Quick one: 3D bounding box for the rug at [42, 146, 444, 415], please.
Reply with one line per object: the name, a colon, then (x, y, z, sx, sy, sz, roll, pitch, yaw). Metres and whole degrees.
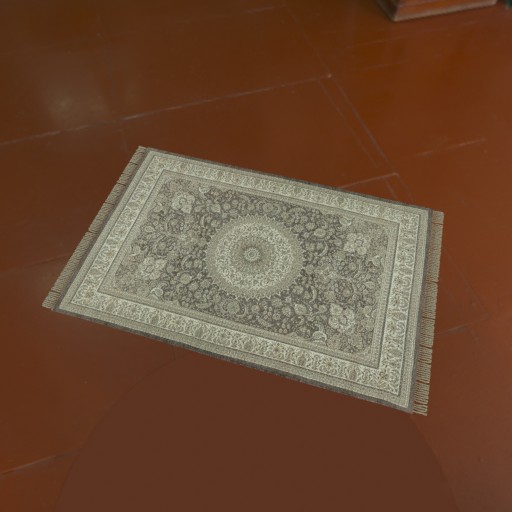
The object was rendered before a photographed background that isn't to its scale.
rug: (0.000, 0.000, 4.289, 3.422, 0.015, 2.143, 14, 59, 9)
